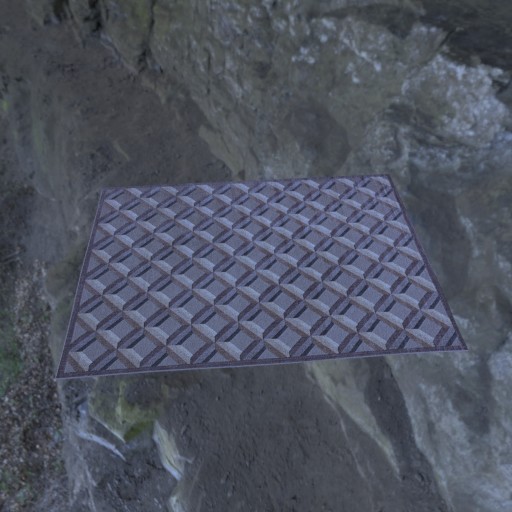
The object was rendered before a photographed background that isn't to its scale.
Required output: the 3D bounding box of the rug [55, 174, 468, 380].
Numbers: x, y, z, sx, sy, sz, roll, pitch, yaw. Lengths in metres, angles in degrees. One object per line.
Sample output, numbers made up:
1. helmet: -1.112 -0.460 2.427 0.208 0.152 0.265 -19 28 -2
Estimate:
1. rug: 0.000 0.000 2.940 2.260 0.013 1.600 -3 48 -3
